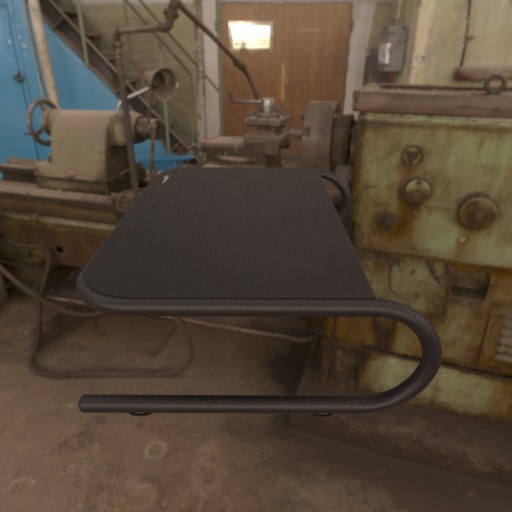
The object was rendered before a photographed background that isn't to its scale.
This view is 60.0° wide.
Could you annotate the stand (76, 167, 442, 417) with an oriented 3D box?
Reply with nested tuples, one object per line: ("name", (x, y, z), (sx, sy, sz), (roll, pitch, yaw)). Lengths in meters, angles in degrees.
("stand", (0.000, 0.000, 0.494), (0.280, 0.108, 0.370), (0, 26, 0))
